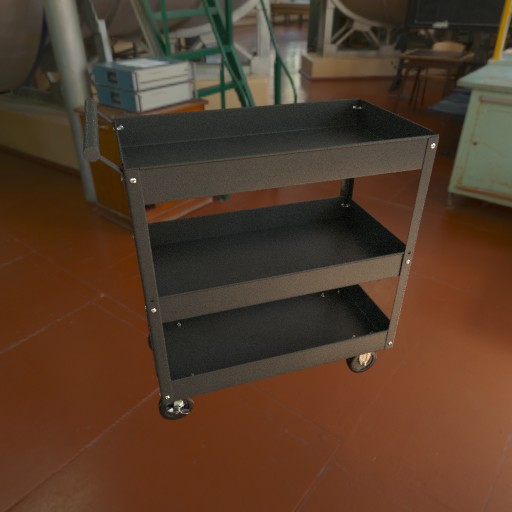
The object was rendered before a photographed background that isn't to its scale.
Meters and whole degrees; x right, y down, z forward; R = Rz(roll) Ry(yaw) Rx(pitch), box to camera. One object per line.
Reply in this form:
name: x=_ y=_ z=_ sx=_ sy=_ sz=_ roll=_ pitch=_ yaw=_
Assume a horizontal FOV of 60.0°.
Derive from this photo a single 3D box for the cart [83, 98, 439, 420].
cart: x=0.000 y=0.000 z=1.176 sx=0.719 sy=0.780 sz=0.366 roll=-10 pitch=34 yaw=-15
